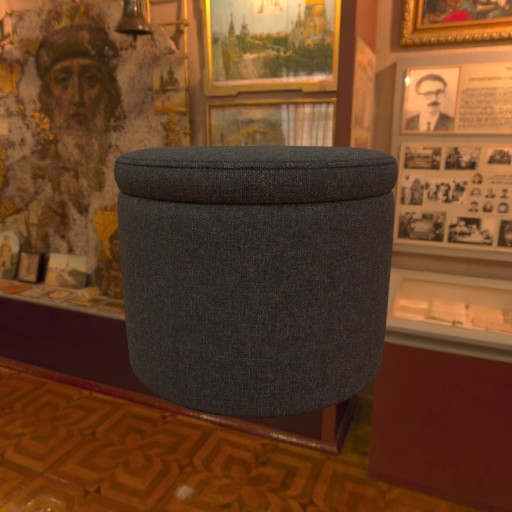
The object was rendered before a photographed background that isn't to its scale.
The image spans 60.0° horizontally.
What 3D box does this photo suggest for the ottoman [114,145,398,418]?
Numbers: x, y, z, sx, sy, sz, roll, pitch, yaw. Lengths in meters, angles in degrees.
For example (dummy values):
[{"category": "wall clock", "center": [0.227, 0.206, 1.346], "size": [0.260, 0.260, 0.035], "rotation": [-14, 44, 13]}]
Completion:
[{"category": "ottoman", "center": [0.000, 0.000, 0.890], "size": [0.520, 0.430, 0.520], "rotation": [0, 15, 0]}]
